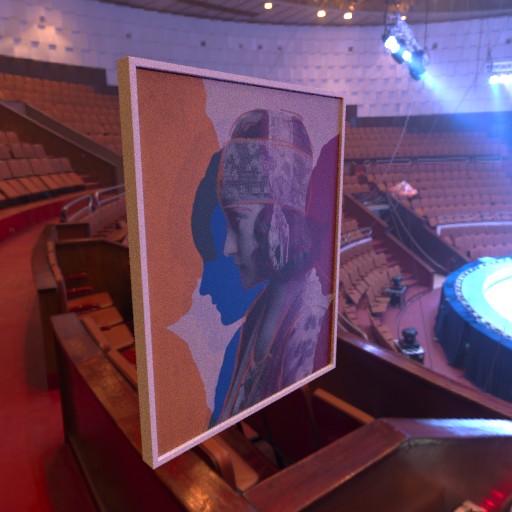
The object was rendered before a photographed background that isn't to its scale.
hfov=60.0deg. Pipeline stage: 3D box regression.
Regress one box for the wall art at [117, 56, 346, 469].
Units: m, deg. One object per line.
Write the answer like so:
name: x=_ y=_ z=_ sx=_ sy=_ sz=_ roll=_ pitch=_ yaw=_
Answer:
wall art: x=0.000 y=0.000 z=0.735 sx=0.443 sy=0.549 sz=0.030 roll=-12 pitch=18 yaw=-43
